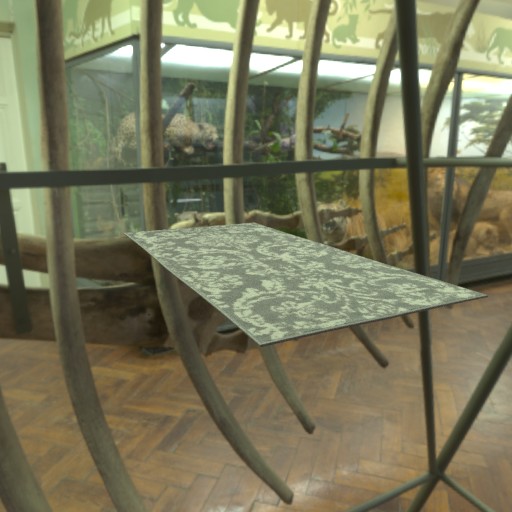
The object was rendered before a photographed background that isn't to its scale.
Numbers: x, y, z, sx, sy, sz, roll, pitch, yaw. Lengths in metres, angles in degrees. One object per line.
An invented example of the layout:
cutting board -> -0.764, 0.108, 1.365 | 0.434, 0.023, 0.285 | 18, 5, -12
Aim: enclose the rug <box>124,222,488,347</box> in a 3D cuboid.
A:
rug -> 0.000, 0.000, 1.435 | 0.604, 0.007, 1.219 | -7, 15, -26
